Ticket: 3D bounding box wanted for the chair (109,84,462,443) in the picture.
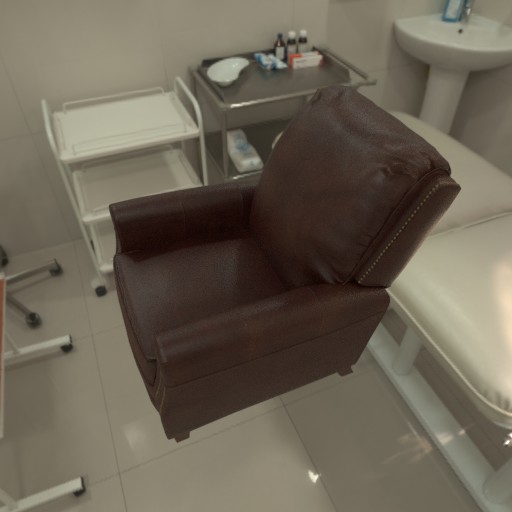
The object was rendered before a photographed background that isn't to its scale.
[{"bbox_3d":[0.000,0.000,1.716,1.089,1.022,0.826,-17,47,-16],"label":"chair"}]
